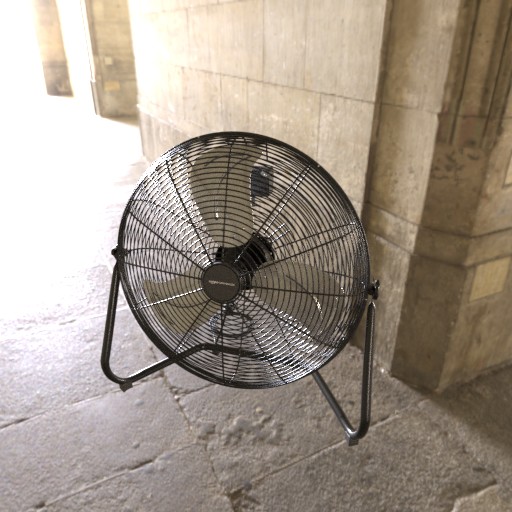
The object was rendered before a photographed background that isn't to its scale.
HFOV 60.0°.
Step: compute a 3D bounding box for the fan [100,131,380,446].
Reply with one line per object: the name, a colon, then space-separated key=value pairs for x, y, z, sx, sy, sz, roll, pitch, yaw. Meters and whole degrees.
fan: x=0.000 y=0.000 z=1.028 sx=0.595 sy=0.605 sz=0.470 roll=8 pitch=28 yaw=15
